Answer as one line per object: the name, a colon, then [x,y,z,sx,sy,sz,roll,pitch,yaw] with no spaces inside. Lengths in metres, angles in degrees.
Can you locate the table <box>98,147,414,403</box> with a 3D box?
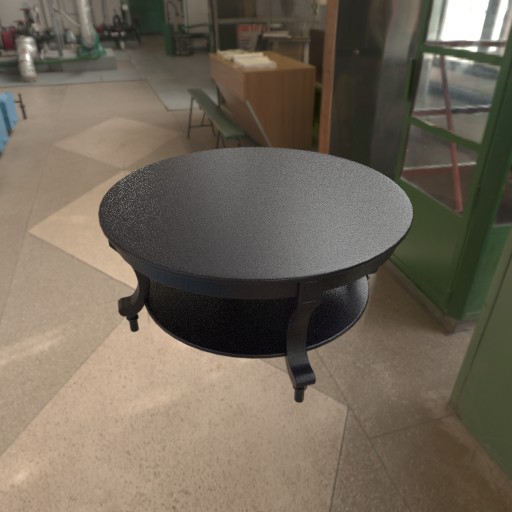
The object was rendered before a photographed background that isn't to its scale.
table: [0.000,0.000,1.629,1.029,0.491,1.029,0,31,0]
